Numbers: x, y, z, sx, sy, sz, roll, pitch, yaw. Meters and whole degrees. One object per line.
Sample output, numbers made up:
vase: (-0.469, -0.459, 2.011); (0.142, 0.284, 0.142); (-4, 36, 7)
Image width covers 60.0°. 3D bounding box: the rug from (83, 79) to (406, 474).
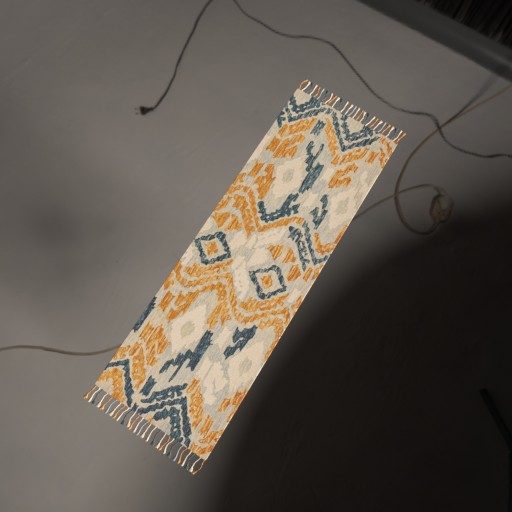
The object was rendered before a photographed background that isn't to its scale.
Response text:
rug: (0.000, 0.000, 2.695); (0.783, 0.010, 2.437); (31, 78, 7)
